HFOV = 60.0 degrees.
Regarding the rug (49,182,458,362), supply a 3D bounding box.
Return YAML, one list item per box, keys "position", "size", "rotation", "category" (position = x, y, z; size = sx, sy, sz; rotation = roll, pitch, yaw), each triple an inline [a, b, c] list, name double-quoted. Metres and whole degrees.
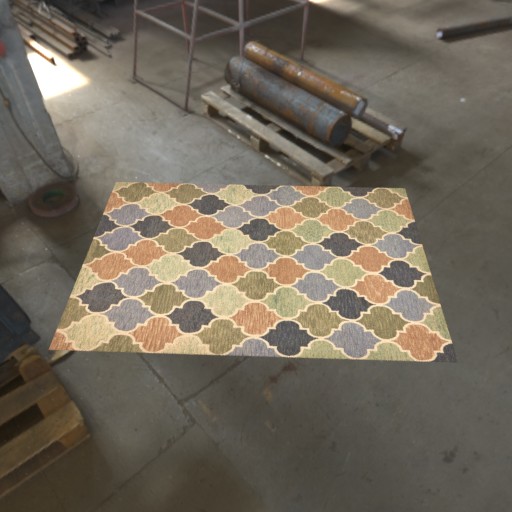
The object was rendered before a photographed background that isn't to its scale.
- position: [0.000, 0.000, 2.393]
  size: [1.828, 0.006, 1.216]
  rotation: [1, 47, 1]
  category: "rug"
